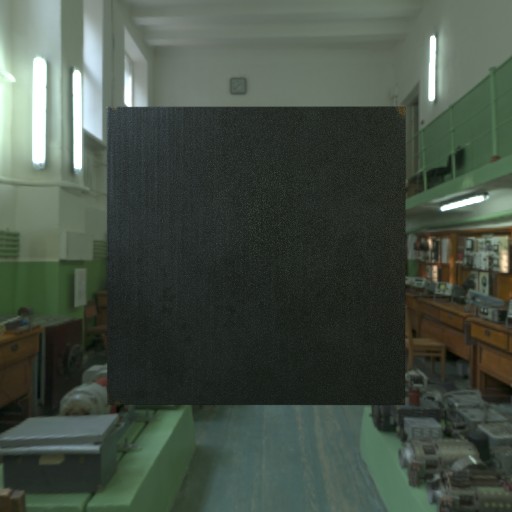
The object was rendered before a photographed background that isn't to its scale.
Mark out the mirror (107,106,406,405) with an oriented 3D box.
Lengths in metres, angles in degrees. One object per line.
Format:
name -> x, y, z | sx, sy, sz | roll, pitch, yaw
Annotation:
mirror -> 0.000, 0.000, 0.575 | 0.382, 0.381, 0.020 | 0, 0, 0
